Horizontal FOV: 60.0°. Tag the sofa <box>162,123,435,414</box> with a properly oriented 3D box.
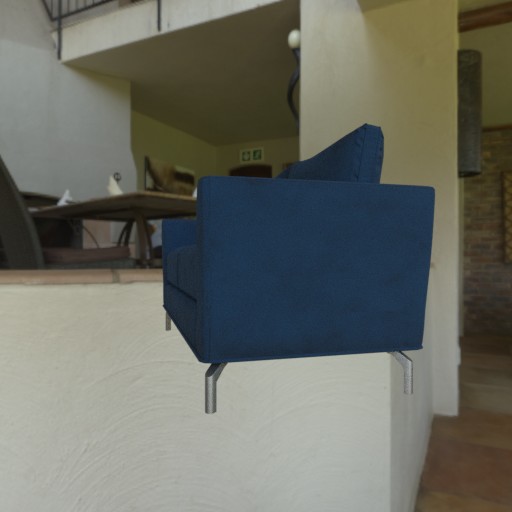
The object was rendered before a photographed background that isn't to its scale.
[{"bbox_3d":[0.000,0.000,2.311,0.853,1.002,1.770,0,0,-16],"label":"sofa"}]
